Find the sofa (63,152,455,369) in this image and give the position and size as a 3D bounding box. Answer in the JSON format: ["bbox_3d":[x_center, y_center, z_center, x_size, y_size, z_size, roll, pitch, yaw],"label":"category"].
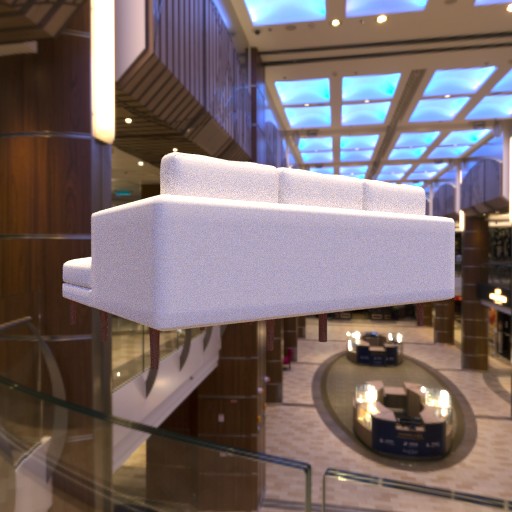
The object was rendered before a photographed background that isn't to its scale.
[{"bbox_3d":[0.000,0.000,2.872,2.029,0.899,1.580,0,1,-36],"label":"sofa"}]
